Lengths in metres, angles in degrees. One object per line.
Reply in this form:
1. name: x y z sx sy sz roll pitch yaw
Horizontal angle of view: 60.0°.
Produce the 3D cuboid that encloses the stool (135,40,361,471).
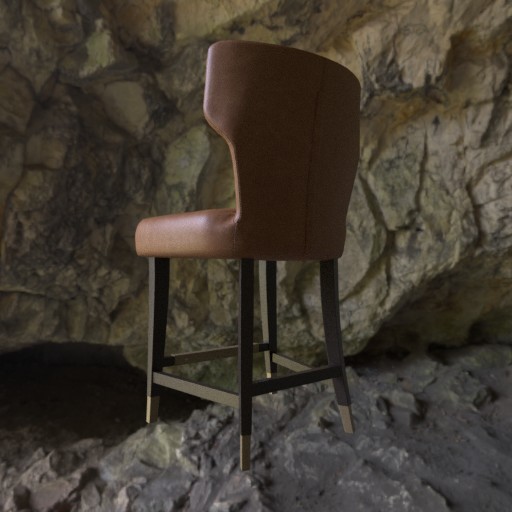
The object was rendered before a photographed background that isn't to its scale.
1. stool: 0.000 0.000 1.285 0.526 0.982 0.563 0 0 -37
